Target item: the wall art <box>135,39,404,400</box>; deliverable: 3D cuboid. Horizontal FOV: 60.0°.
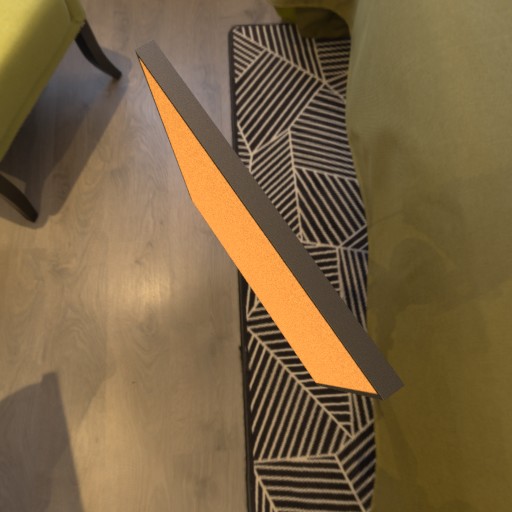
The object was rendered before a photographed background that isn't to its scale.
[{"bbox_3d":[0.000,0.000,1.138,0.042,0.766,0.769,-33,78,-8],"label":"wall art"}]
